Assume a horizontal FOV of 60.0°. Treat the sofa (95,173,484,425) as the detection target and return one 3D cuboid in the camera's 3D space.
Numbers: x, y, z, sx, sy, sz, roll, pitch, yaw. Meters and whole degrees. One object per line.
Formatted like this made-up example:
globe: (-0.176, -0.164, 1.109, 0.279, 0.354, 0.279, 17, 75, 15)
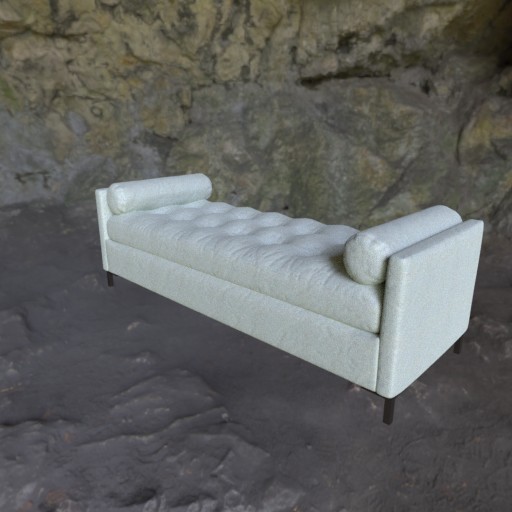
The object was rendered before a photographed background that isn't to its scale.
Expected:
sofa: (0.000, 0.000, 2.466, 2.102, 0.705, 0.796, 16, 24, 41)
